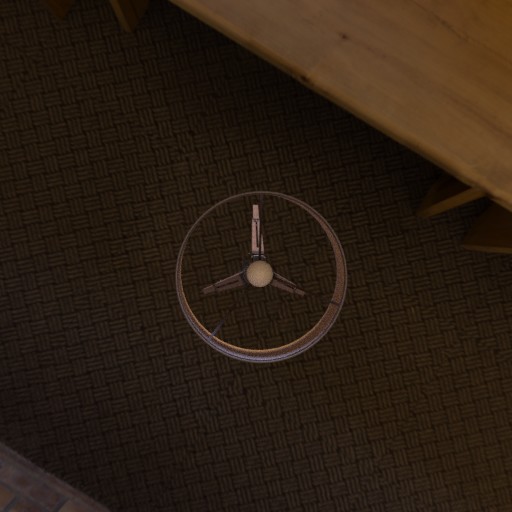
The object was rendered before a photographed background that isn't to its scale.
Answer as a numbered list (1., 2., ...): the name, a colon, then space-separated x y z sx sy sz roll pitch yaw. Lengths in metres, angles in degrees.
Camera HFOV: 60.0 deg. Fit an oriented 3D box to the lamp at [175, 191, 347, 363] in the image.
1. lamp: 0.000 0.000 1.838 0.604 1.510 0.587 0 90 -1
